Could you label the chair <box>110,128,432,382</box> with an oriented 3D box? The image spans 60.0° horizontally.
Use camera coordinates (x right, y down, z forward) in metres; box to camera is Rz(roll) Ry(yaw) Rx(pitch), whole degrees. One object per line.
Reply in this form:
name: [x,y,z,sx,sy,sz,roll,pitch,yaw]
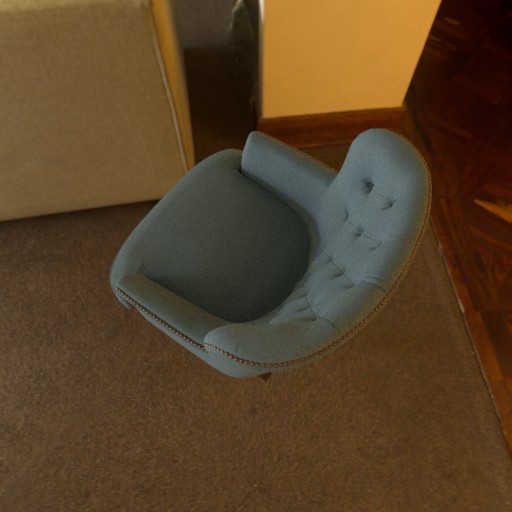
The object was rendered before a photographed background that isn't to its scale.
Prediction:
chair: [0.000,0.000,1.576,0.906,0.868,0.848,31,67,15]
